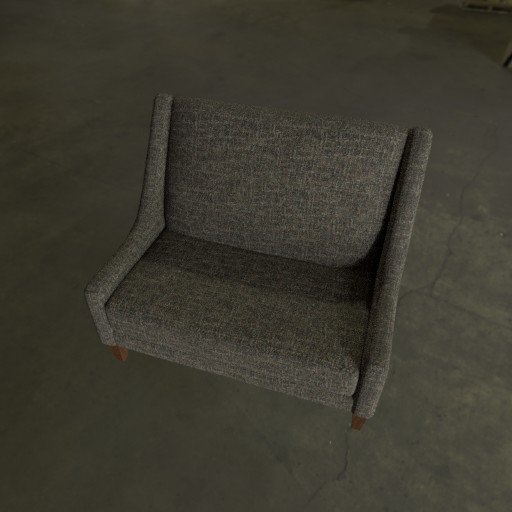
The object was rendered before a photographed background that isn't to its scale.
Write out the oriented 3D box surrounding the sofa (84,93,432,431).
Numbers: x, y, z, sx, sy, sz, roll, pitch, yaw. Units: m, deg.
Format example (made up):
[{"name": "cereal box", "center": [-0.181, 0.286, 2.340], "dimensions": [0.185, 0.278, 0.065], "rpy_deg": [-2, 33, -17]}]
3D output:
[{"name": "sofa", "center": [0.000, 0.000, 1.939], "dimensions": [1.242, 1.021, 0.870], "rpy_deg": [12, 42, 13]}]
